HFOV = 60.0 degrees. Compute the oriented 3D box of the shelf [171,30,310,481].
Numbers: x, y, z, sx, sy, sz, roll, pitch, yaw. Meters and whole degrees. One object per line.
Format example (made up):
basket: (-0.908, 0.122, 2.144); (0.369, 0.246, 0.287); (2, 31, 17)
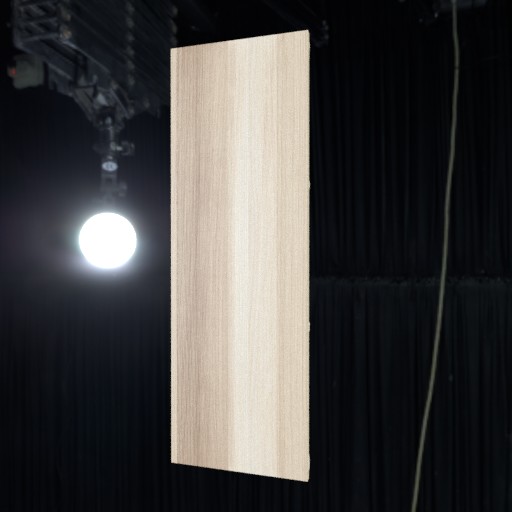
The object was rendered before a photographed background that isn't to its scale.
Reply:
shelf: (0.000, 0.000, 1.034); (0.290, 0.872, 0.290); (0, 0, 16)
